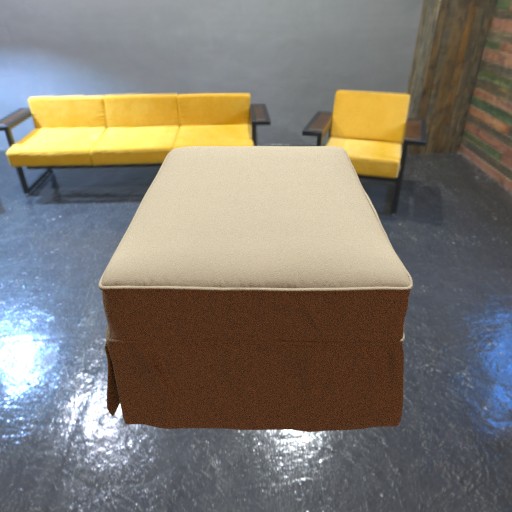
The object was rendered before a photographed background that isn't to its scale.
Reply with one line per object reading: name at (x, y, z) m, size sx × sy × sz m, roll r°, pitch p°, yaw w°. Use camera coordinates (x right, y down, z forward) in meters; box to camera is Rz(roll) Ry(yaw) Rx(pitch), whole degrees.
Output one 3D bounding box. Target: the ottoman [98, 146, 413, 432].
ottoman at (0.000, 0.000, 1.353) m, size 0.721 × 0.482 × 0.959 m, roll 0°, pitch 31°, yaw 0°
